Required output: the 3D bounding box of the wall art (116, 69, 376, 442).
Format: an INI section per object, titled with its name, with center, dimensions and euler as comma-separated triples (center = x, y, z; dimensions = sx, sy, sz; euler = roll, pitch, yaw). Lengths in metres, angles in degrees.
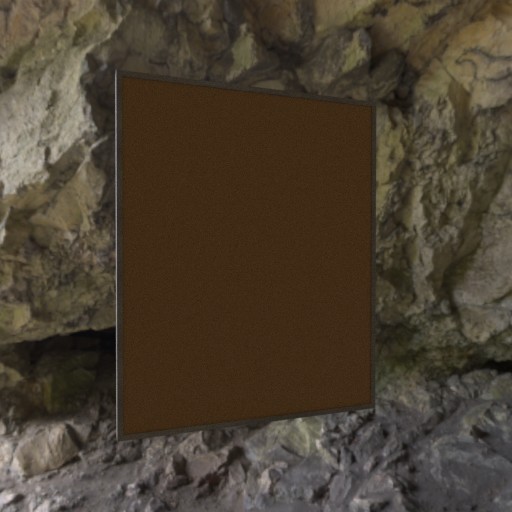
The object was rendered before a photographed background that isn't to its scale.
[wall art]
center = 0.000, 0.000, 0.701
dimensions = 0.421, 0.521, 0.032
euler = 0, 1, -19
